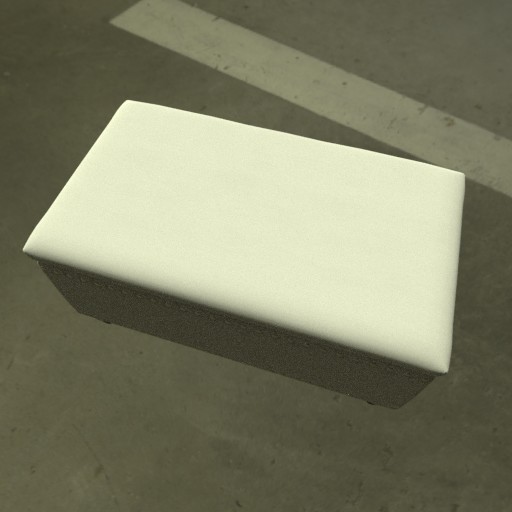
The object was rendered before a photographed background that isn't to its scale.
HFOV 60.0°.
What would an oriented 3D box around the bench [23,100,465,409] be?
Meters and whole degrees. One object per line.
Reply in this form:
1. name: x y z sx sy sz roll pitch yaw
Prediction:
1. bench: 0.000 0.000 1.154 0.887 0.449 0.500 15 60 9
